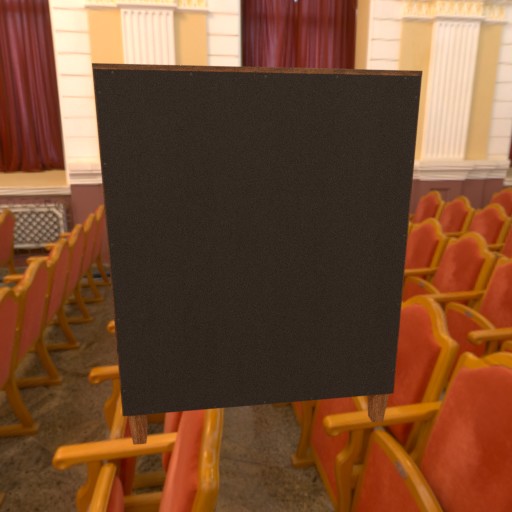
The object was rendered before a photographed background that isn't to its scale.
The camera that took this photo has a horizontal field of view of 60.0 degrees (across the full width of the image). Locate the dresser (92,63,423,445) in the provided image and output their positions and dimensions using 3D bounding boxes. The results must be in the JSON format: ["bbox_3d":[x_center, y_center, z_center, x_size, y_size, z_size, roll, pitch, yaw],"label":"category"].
[{"bbox_3d":[0.000,0.000,1.795,1.067,1.359,0.438,-2,15,-8],"label":"dresser"}]
